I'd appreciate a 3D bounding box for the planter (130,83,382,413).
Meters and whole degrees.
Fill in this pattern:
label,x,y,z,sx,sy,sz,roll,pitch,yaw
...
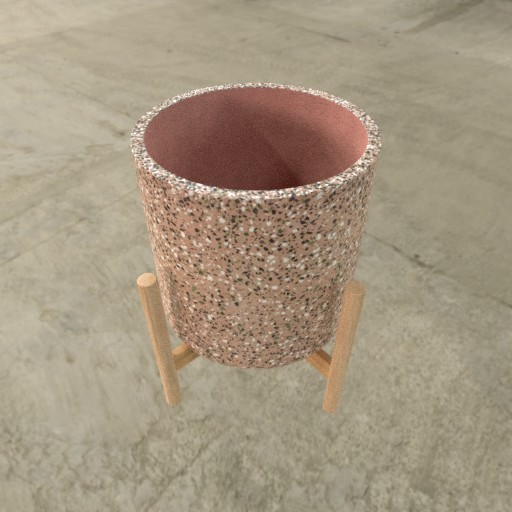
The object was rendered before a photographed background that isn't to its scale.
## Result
label,x,y,z,sx,sy,sz,roll,pitch,yaw
planter,0.000,0.000,0.685,0.360,0.419,0.360,-13,44,-14
